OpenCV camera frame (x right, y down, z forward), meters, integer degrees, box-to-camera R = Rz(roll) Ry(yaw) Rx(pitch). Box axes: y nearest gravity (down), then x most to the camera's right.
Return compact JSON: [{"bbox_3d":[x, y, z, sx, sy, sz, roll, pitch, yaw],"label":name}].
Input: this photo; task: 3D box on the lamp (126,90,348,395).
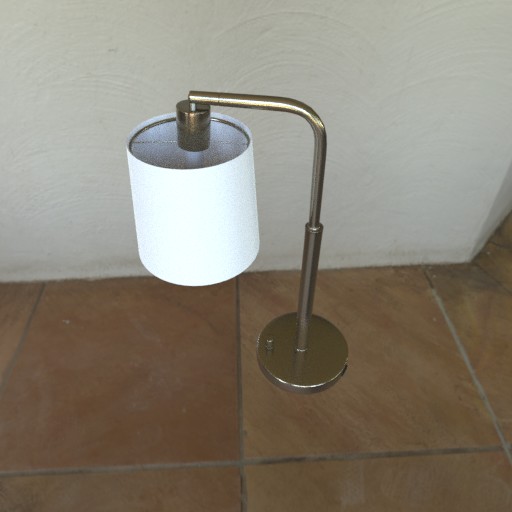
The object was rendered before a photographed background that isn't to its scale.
[{"bbox_3d":[0.000,0.000,0.652,0.333,0.489,0.171,0,42,0],"label":"lamp"}]
